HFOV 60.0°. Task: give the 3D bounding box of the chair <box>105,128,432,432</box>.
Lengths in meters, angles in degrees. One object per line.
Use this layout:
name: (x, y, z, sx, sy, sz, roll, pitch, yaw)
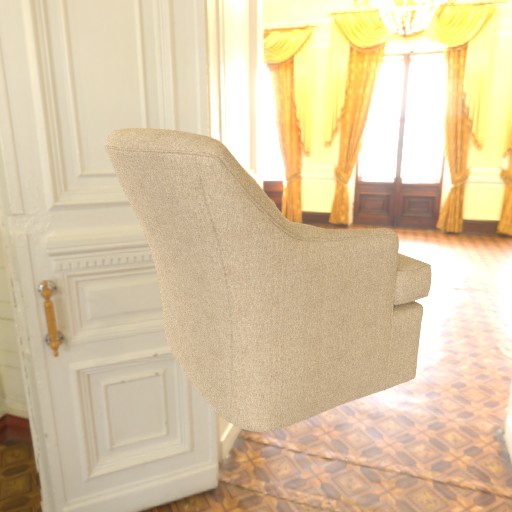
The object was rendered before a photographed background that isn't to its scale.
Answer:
chair: (0.000, 0.000, 1.553, 0.923, 0.856, 0.864, -8, 17, -26)
